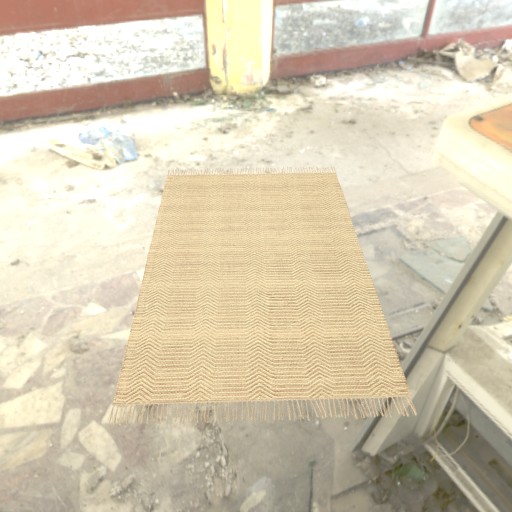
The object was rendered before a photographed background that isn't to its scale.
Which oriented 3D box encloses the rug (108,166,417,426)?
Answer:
[{"bbox_3d":[0.000,0.000,2.505,1.224,0.027,2.021,-1,40,-1],"label":"rug"}]
